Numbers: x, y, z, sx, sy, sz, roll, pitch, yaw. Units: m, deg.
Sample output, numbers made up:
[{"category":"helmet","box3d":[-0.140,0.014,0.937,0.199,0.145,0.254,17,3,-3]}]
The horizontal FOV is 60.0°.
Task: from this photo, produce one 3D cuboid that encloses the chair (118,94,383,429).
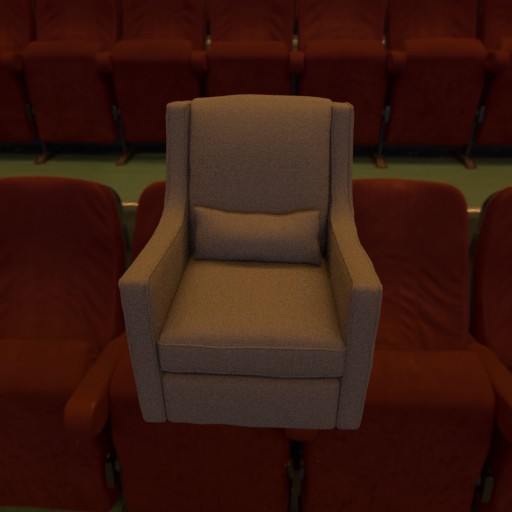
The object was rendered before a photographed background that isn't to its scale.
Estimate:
[{"category":"chair","box3d":[0.000,0.000,1.614,0.732,0.993,0.879,1,30,2]}]
